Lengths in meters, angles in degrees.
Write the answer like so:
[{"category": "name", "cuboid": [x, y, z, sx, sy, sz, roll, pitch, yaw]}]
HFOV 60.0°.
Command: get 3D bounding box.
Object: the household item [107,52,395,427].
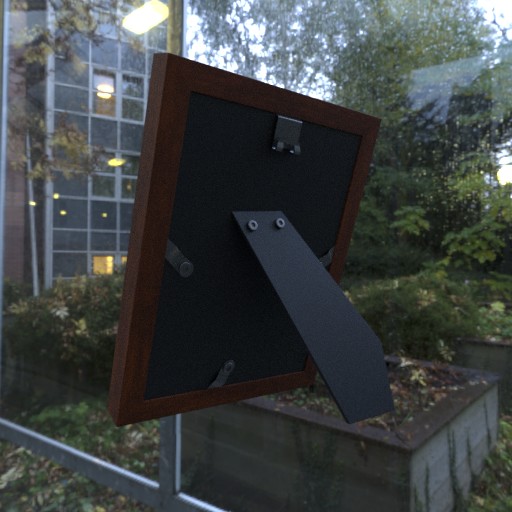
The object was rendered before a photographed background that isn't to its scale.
[{"category": "household item", "cuboid": [0.000, 0.000, 0.287, 0.160, 0.204, 0.096, 1, -2, -36]}]
